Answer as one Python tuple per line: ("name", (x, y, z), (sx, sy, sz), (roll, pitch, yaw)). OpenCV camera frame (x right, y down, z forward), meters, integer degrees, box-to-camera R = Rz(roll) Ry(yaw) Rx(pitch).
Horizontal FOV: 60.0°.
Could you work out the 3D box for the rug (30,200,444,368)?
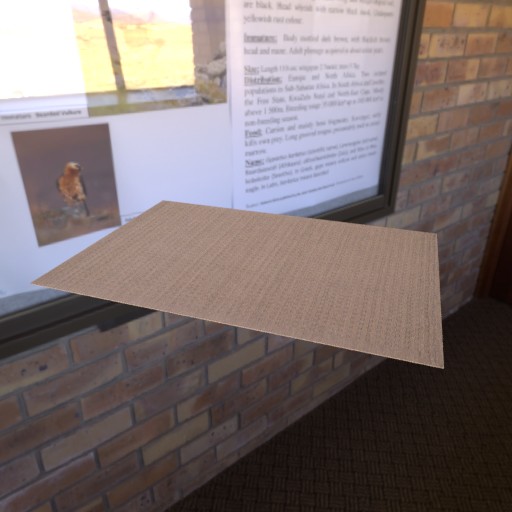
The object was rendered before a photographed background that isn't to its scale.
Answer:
("rug", (0.000, 0.000, 3.731), (2.895, 0.006, 1.981), (9, 28, 17))
